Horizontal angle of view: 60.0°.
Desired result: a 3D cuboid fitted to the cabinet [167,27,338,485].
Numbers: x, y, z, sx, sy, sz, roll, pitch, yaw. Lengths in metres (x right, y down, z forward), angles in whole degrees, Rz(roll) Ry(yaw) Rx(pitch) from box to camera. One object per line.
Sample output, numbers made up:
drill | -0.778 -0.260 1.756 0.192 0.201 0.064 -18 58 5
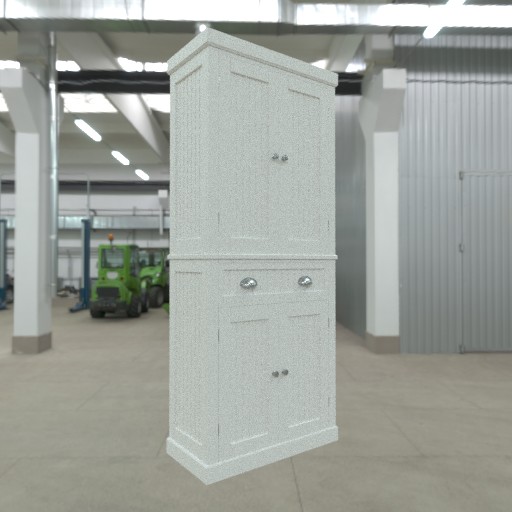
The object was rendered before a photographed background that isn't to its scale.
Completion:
cabinet | 0.000 0.000 2.137 0.754 1.829 0.390 1 -1 -36
